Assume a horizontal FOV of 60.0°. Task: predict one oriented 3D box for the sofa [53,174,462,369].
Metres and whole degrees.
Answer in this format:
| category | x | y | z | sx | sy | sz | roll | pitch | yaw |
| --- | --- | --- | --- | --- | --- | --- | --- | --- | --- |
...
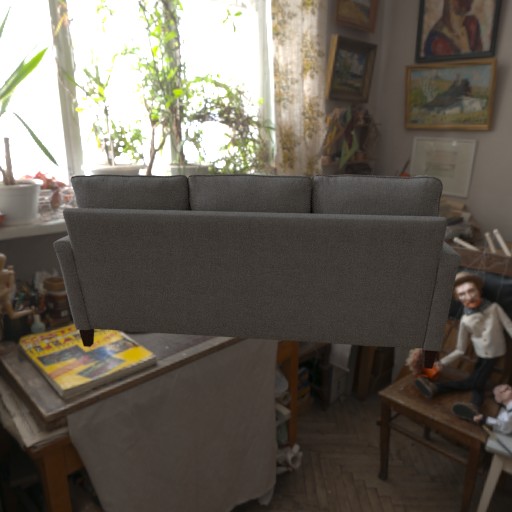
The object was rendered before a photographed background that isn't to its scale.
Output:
| category | x | y | z | sx | sy | sz | roll | pitch | yaw |
| --- | --- | --- | --- | --- | --- | --- | --- | --- | --- |
| sofa | 0.000 | 0.000 | 2.454 | 1.925 | 0.959 | 0.828 | 2 | 16 | 7 |
